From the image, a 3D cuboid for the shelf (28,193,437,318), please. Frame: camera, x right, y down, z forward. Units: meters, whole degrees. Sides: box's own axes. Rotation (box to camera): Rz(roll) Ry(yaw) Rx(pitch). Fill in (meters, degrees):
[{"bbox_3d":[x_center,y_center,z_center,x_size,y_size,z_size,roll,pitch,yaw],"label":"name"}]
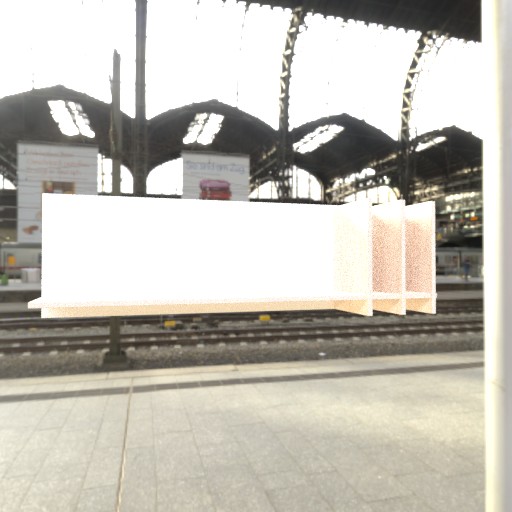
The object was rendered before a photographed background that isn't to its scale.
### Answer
[{"bbox_3d":[0.000,0.000,1.125,1.020,0.300,0.200,0,-1,-16],"label":"shelf"}]
